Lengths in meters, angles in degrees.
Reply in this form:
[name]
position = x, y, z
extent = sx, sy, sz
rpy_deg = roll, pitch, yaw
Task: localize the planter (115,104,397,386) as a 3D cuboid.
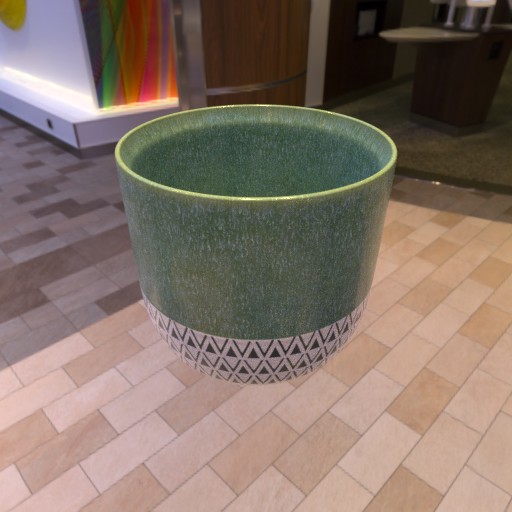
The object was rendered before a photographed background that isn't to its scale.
[planter]
position = 0.000, 0.000, 0.504
extent = 0.266, 0.270, 0.266
rpy_deg = 0, 33, 0
